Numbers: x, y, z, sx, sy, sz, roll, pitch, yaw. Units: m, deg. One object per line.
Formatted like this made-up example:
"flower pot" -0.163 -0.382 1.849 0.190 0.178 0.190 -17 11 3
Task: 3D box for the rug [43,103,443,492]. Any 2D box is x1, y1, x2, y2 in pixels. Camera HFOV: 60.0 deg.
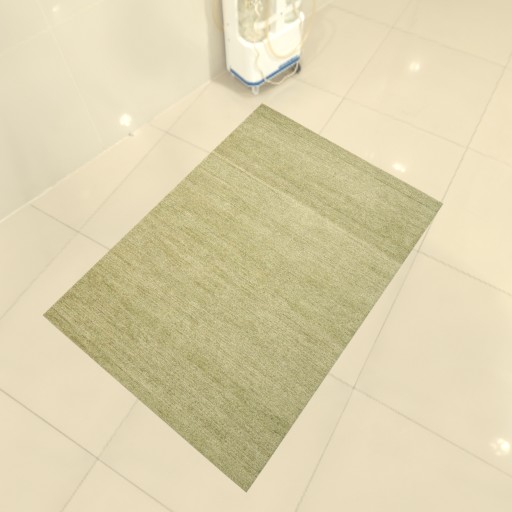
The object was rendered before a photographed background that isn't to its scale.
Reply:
"rug" 0.000 0.000 2.944 1.606 0.017 2.270 34 68 16
